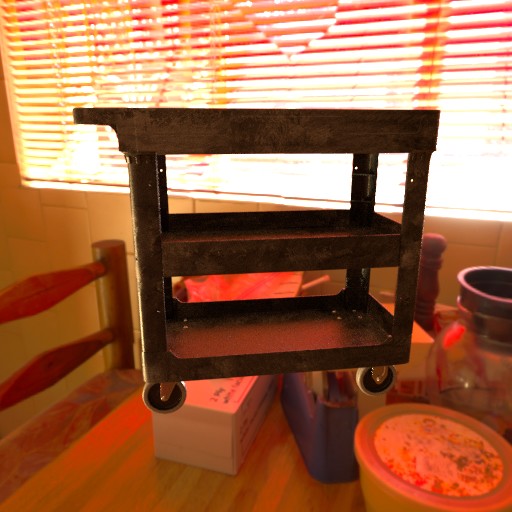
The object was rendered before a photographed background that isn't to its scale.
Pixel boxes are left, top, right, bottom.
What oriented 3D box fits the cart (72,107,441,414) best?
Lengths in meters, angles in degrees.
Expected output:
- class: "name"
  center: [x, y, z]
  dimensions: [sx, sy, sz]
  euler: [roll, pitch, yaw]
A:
- class: "cart"
  center: [0.000, 0.000, 1.331]
  dimensions: [0.877, 0.824, 0.420]
  euler: [-2, 16, -8]
